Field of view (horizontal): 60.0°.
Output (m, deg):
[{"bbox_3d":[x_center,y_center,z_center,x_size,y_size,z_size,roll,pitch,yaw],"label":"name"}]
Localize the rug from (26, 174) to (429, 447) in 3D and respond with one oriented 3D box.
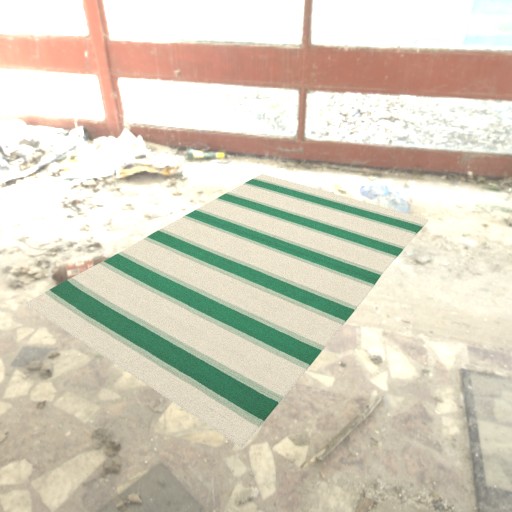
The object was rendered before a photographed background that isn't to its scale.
[{"bbox_3d":[0.000,0.000,2.295,1.210,0.012,1.829,21,38,29],"label":"rug"}]
